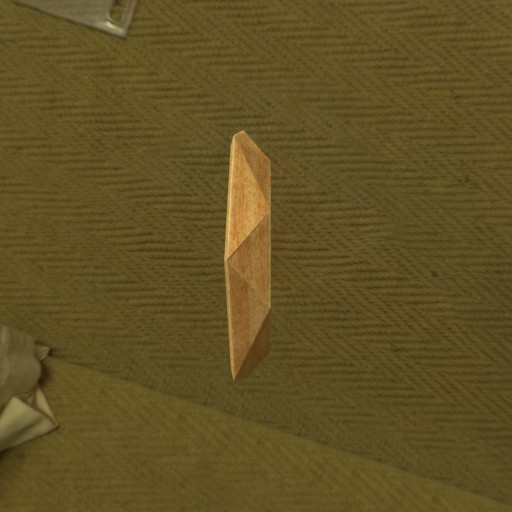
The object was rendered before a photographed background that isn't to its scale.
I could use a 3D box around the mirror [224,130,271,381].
[{"bbox_3d":[0.000,0.000,1.022,0.070,0.774,0.577,0,91,2],"label":"mirror"}]
